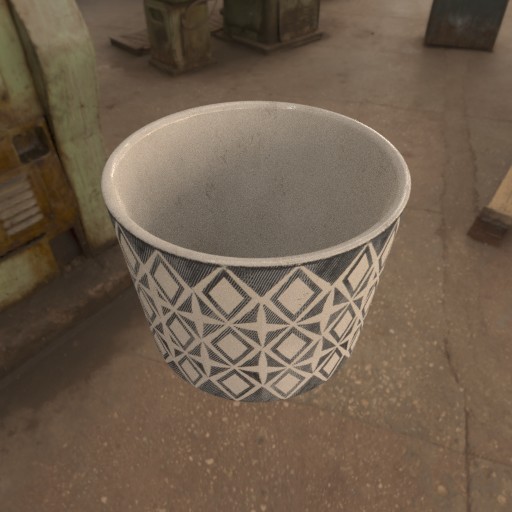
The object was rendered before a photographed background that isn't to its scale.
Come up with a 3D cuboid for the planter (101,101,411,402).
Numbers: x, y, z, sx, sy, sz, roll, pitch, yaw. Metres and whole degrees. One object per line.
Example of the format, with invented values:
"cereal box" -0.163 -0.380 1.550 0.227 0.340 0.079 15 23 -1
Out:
"planter" 0.000 0.000 0.457 0.260 0.220 0.260 0 42 0
